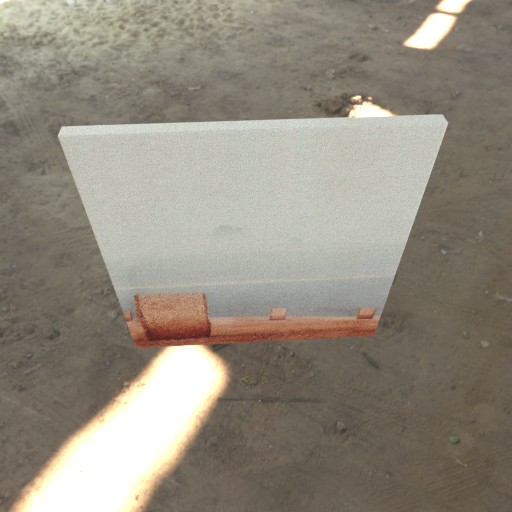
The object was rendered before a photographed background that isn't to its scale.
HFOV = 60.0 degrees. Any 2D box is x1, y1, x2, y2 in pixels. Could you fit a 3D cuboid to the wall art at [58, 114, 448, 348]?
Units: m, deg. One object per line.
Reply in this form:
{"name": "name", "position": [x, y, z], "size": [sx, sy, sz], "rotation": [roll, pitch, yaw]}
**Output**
{"name": "wall art", "position": [0.000, 0.000, 0.613], "size": [0.405, 0.405, 0.023], "rotation": [-3, 47, -2]}
